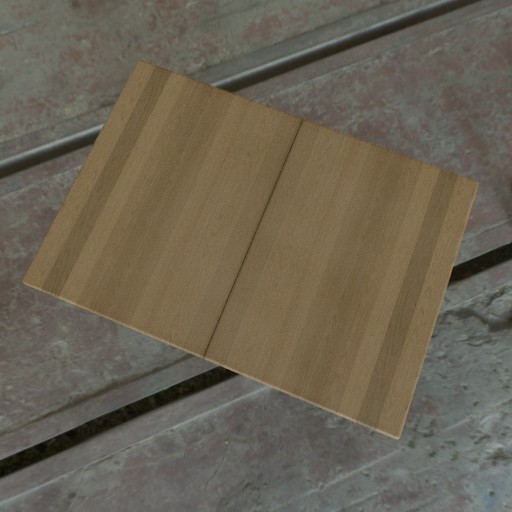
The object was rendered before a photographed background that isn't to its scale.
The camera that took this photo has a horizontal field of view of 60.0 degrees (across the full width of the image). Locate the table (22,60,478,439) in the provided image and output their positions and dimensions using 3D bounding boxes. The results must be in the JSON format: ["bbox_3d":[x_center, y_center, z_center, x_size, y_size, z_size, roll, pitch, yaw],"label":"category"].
[{"bbox_3d":[0.000,0.000,1.859,1.300,0.770,0.900,21,78,5],"label":"table"}]
